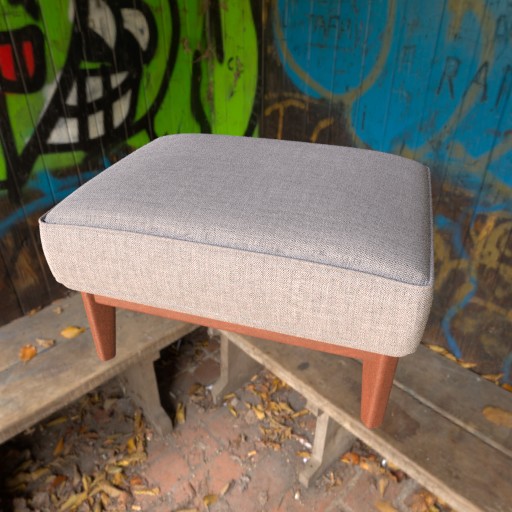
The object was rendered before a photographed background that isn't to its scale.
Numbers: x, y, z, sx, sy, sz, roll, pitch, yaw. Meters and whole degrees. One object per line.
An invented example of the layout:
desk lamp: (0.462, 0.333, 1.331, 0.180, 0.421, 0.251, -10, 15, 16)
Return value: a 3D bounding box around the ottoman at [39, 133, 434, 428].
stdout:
ottoman: (0.000, 0.000, 1.069, 0.750, 0.458, 0.555, 9, 34, 15)
